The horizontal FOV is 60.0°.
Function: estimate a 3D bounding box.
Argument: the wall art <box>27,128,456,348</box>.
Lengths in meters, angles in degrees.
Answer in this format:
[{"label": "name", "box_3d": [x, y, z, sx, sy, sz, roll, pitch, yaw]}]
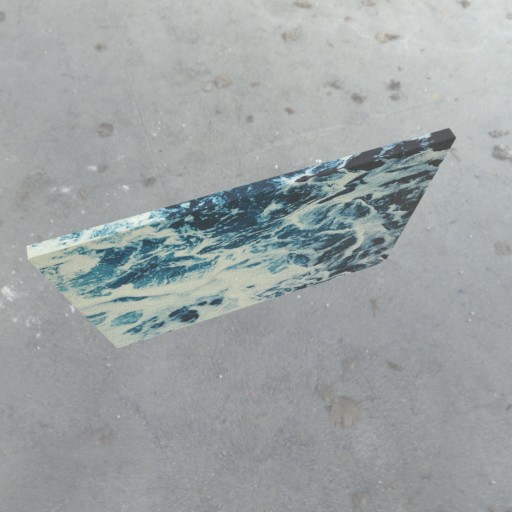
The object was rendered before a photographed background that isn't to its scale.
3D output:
[{"label": "wall art", "box_3d": [0.000, 0.000, 1.955, 1.524, 1.017, 0.055, -17, 64, -9]}]
